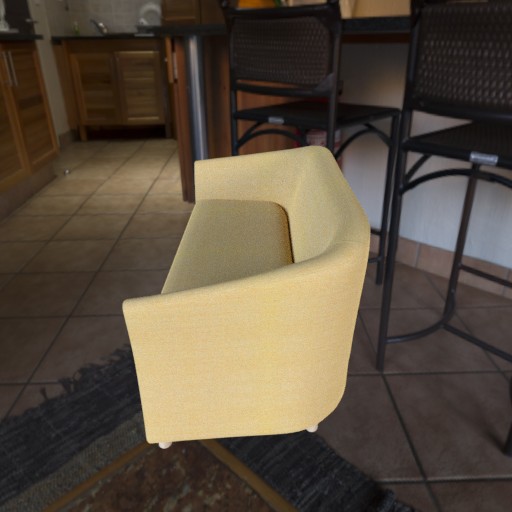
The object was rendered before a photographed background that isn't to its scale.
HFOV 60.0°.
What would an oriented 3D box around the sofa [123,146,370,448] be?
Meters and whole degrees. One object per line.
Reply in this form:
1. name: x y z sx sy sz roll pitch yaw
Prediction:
1. sofa: 0.000 0.000 1.895 0.705 0.721 1.452 0 27 1
